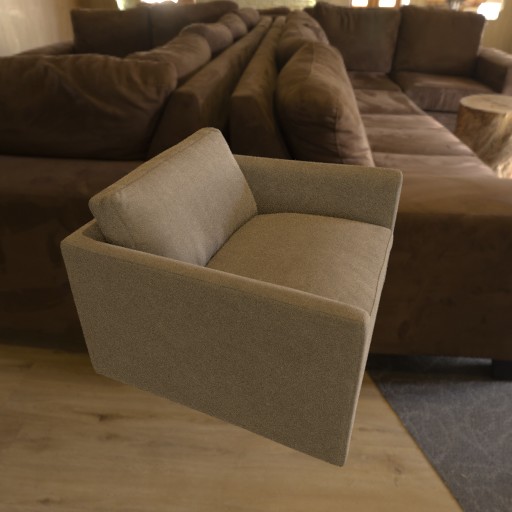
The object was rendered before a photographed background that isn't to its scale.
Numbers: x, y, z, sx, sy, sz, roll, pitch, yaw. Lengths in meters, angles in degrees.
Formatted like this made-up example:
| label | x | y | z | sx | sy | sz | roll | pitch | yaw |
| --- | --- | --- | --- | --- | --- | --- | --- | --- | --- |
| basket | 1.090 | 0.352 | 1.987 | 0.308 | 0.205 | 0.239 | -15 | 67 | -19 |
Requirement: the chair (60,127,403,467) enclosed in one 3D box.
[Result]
| label | x | y | z | sx | sy | sz | roll | pitch | yaw |
| --- | --- | --- | --- | --- | --- | --- | --- | --- | --- |
| chair | 0.000 | 0.000 | 1.895 | 1.091 | 0.845 | 1.190 | 11 | 33 | 17 |
